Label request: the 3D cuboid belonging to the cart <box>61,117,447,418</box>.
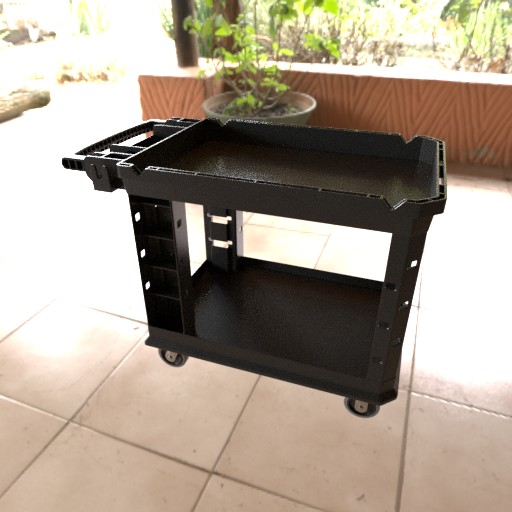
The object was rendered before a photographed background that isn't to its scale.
[{"bbox_3d":[0.000,0.000,1.762,1.239,0.884,0.674,10,32,17],"label":"cart"}]
